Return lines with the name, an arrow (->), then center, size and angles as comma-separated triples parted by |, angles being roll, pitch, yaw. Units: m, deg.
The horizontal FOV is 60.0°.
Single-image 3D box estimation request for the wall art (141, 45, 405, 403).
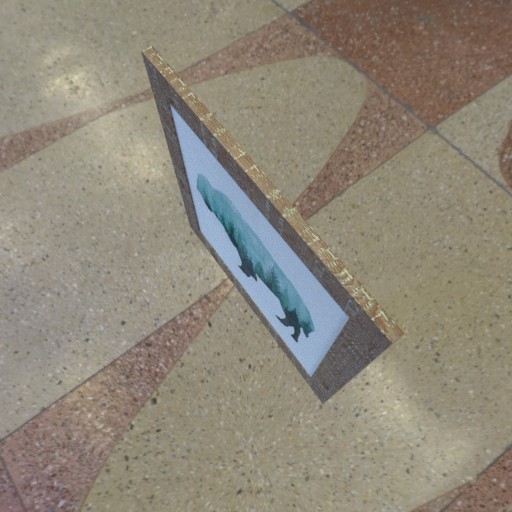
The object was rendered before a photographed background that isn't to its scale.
wall art -> 0.000, 0.000, 0.572 | 0.022, 0.380, 0.380 | -33, 69, -14
